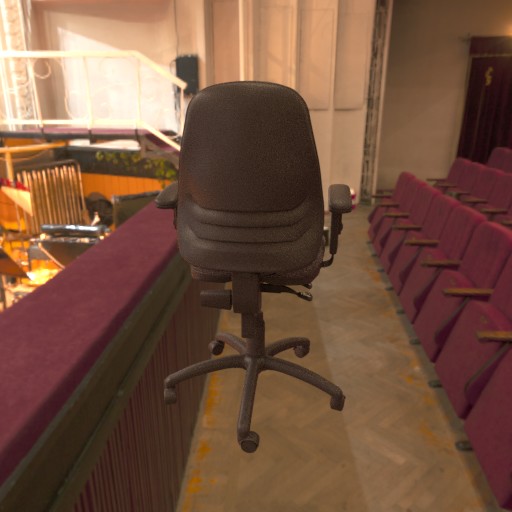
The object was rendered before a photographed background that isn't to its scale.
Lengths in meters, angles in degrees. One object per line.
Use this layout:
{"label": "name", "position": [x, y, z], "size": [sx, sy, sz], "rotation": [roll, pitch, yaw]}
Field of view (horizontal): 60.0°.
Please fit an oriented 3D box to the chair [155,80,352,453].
{"label": "chair", "position": [0.000, 0.000, 1.260], "size": [0.550, 0.910, 0.530], "rotation": [2, 18, 6]}
